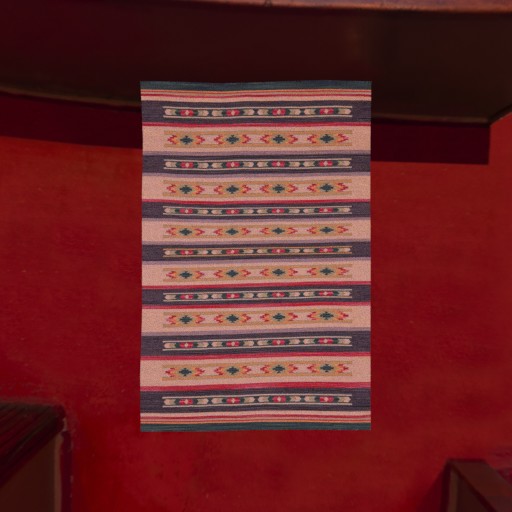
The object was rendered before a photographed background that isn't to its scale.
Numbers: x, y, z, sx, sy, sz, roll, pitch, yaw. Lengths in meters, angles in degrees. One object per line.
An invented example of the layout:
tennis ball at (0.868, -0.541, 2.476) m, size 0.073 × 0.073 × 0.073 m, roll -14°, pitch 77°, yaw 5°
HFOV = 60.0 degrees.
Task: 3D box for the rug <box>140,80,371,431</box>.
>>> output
rug at (0.000, 0.000, 2.917) m, size 1.522 × 0.010 × 2.311 m, roll 0°, pitch 90°, yaw -1°
